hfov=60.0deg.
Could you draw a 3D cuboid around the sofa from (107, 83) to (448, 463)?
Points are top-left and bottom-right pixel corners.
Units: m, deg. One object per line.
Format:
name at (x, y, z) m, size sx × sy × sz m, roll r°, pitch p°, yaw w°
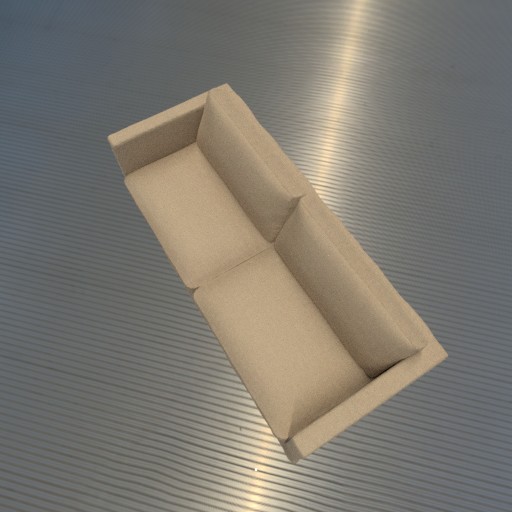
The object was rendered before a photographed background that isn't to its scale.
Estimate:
sofa at (0.000, 0.000, 2.854) m, size 0.962 × 0.853 × 2.312 m, roll -29°, pitch 68°, yaw -13°
